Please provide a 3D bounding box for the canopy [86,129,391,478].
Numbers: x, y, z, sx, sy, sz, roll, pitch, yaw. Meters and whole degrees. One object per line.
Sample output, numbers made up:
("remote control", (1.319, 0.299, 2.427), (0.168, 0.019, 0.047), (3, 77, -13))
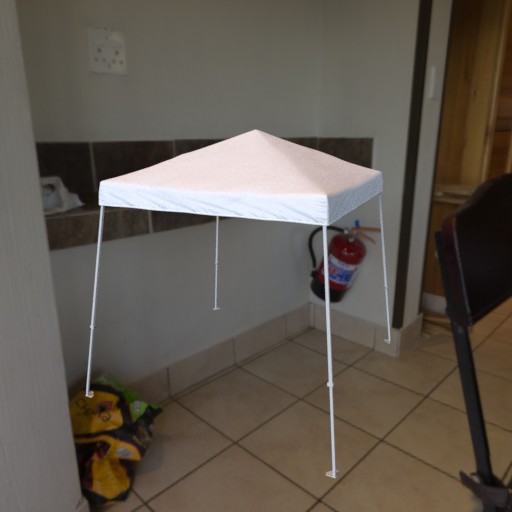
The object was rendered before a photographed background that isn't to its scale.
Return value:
("canopy", (0.000, 0.000, 5.194), (2.848, 2.849, 2.849), (7, 17, 24))
